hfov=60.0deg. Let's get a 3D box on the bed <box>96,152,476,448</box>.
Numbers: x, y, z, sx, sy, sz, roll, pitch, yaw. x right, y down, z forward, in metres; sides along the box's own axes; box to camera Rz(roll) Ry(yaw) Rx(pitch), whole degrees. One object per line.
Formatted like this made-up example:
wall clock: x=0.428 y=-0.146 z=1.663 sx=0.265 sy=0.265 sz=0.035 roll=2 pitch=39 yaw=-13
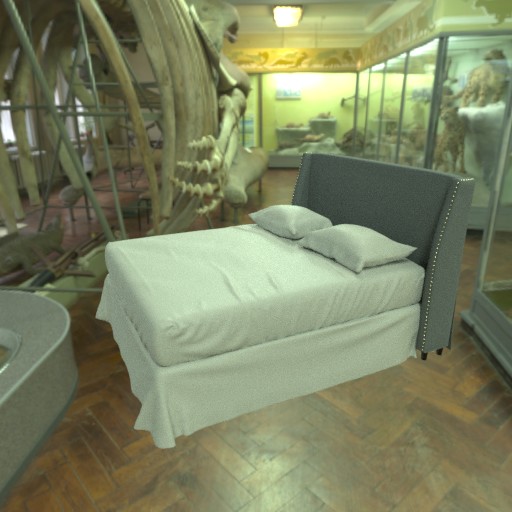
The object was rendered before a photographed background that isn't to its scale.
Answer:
bed: x=0.000 y=0.000 z=3.401 sx=2.276 sy=1.332 sz=1.925 roll=-9 pitch=21 yaw=-25
